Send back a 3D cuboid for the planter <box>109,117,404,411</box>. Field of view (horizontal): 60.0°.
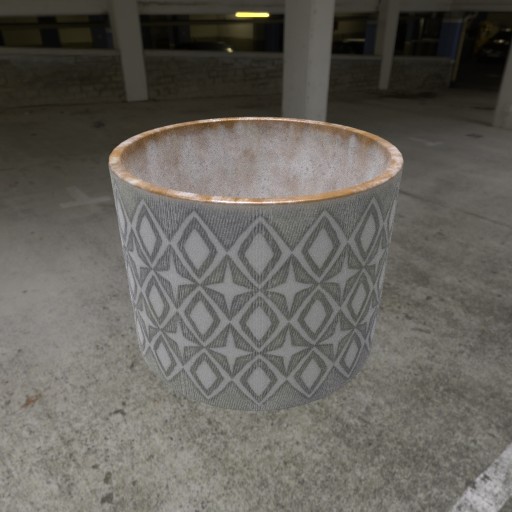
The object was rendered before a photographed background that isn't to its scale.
[{"bbox_3d":[0.000,0.000,0.452,0.255,0.223,0.255,0,29,0],"label":"planter"}]
